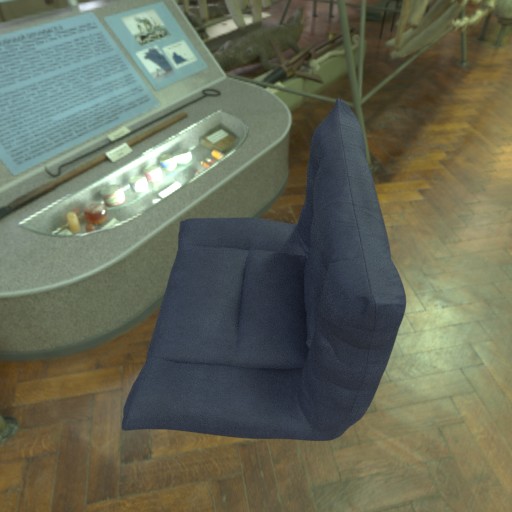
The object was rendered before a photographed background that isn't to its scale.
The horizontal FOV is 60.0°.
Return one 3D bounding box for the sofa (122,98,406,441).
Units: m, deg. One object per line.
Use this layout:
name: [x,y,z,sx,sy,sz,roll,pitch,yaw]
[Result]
sofa: [0.000,0.000,1.668,0.849,0.778,1.122,2,42,2]
